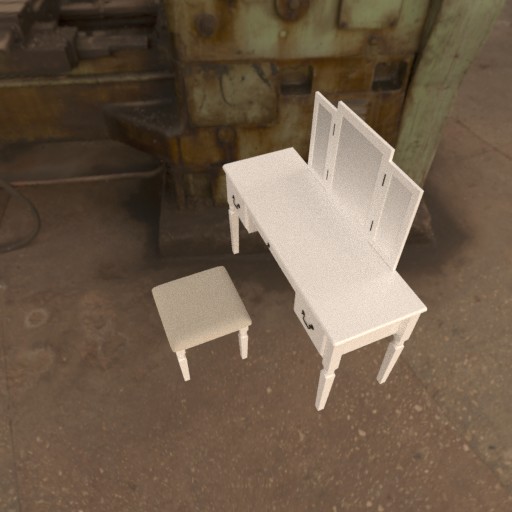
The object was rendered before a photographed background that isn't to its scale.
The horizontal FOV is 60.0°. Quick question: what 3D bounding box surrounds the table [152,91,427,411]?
[{"bbox_3d":[0.000,0.000,2.343,1.115,1.310,1.369,-18,50,-15],"label":"table"}]
